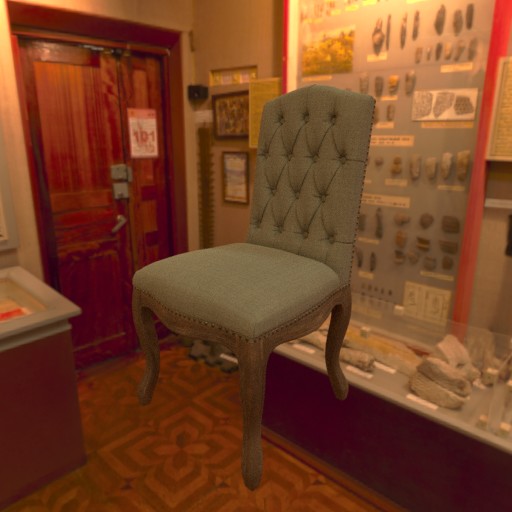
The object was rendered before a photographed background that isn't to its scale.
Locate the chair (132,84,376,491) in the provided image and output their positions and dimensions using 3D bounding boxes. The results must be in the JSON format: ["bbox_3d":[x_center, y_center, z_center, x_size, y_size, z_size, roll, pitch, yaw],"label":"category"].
[{"bbox_3d":[0.000,0.000,1.588,0.637,1.191,0.731,15,22,43],"label":"chair"}]
